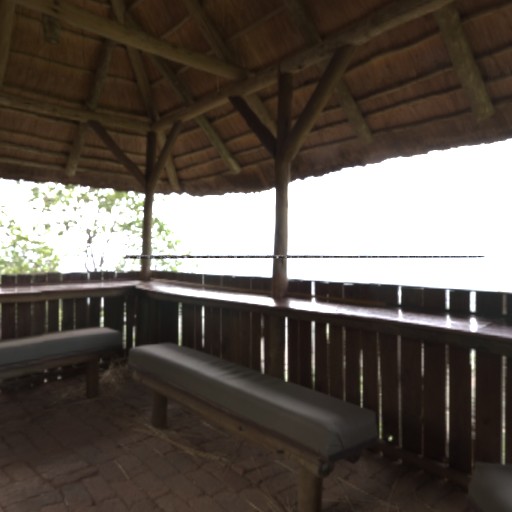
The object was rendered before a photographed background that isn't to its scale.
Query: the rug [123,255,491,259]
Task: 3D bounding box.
[{"bbox_3d":[0.000,0.000,4.281,2.431,0.017,3.291,0,0,-16],"label":"rug"}]
